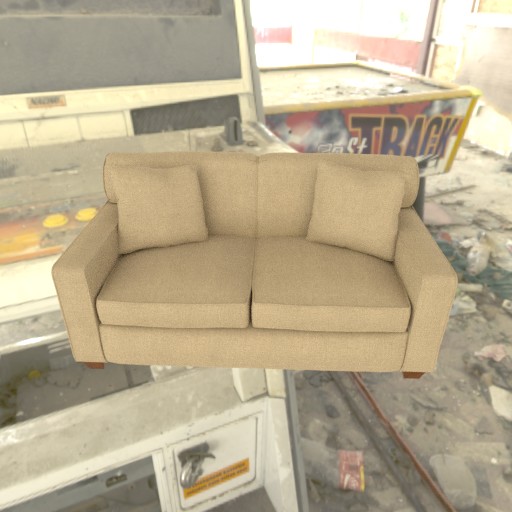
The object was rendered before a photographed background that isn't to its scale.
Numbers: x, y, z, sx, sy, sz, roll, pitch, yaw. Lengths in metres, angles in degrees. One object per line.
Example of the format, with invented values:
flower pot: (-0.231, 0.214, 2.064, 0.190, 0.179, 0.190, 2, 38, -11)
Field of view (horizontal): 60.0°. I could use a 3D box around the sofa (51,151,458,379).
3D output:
sofa: (0.000, 0.000, 2.450, 1.846, 0.958, 0.998, 1, 30, 2)
